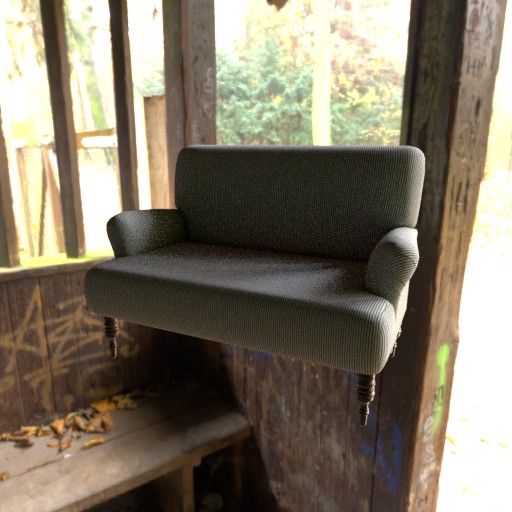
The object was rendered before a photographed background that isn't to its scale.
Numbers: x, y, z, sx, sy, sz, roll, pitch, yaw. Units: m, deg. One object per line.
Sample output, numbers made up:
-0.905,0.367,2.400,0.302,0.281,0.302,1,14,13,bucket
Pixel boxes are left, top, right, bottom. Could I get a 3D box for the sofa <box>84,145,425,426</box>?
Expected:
0.000,0.000,1.843,1.297,0.889,0.779,7,16,25,sofa
